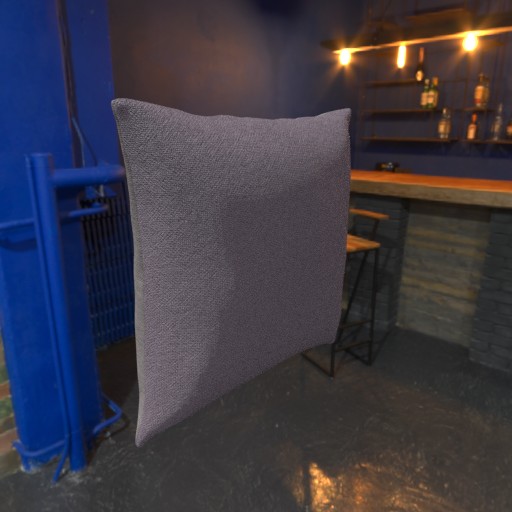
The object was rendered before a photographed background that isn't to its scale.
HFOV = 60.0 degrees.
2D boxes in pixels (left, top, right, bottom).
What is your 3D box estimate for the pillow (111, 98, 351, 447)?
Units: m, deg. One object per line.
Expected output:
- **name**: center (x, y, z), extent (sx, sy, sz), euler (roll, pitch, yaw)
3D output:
- **pillow**: center (0.000, 0.000, 0.675), extent (0.204, 0.439, 0.452), euler (15, 22, 42)
